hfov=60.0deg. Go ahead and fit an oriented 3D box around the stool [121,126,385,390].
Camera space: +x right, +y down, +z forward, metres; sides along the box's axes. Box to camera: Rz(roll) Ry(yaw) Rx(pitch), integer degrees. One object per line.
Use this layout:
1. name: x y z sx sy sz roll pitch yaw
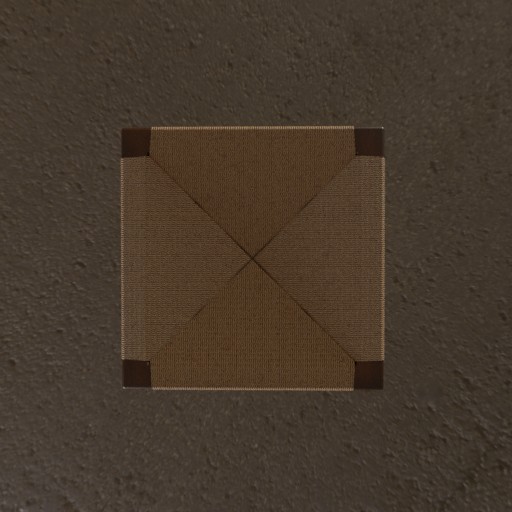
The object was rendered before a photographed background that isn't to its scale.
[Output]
1. stool: 0.000 0.000 1.096 0.497 0.762 0.507 0 91 1
